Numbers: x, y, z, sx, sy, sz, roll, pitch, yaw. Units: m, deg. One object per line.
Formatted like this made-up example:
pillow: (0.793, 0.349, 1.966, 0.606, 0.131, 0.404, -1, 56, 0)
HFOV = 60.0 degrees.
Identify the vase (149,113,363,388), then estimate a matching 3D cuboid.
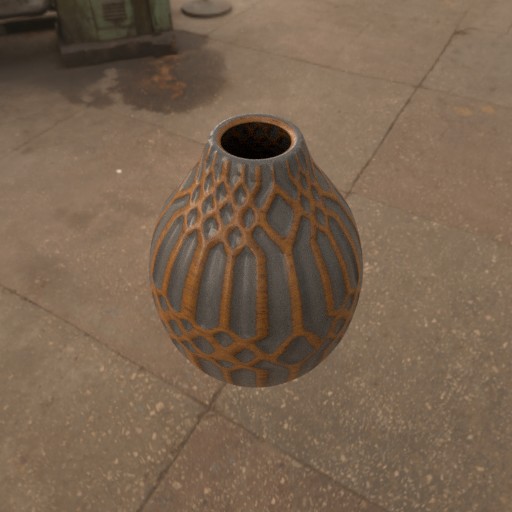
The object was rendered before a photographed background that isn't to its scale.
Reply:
vase: (0.000, 0.000, 0.142, 0.069, 0.088, 0.069, 0, 47, 0)
